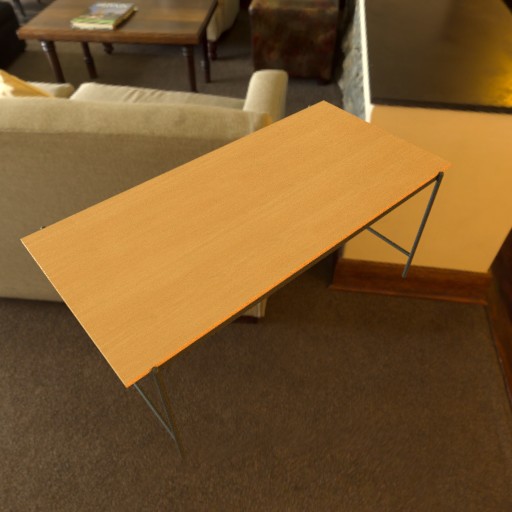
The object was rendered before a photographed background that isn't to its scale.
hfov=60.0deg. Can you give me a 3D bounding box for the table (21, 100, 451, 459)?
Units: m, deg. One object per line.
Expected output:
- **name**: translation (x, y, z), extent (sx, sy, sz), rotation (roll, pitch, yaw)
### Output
- **table**: translation (0.000, 0.000, 2.263), extent (1.800, 0.758, 0.900), rotation (-32, 54, -27)
